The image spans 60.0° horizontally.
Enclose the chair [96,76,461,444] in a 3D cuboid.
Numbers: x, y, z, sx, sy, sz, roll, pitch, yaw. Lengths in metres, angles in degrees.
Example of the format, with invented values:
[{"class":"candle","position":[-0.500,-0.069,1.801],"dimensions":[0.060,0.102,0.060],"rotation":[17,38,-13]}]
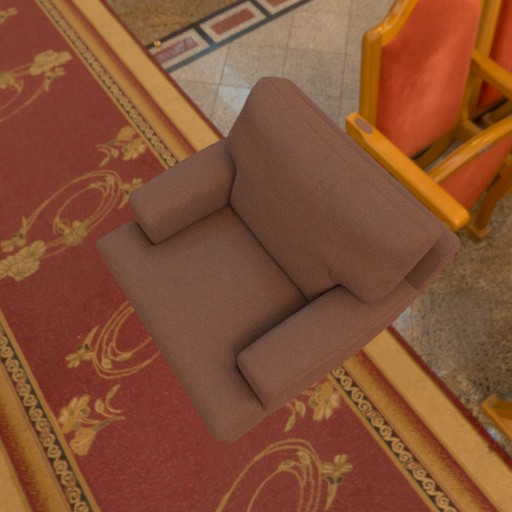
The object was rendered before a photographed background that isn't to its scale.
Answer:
[{"class":"chair","position":[0.000,0.000,1.994],"dimensions":[1.143,0.940,1.168],"rotation":[-32,67,-16]}]
